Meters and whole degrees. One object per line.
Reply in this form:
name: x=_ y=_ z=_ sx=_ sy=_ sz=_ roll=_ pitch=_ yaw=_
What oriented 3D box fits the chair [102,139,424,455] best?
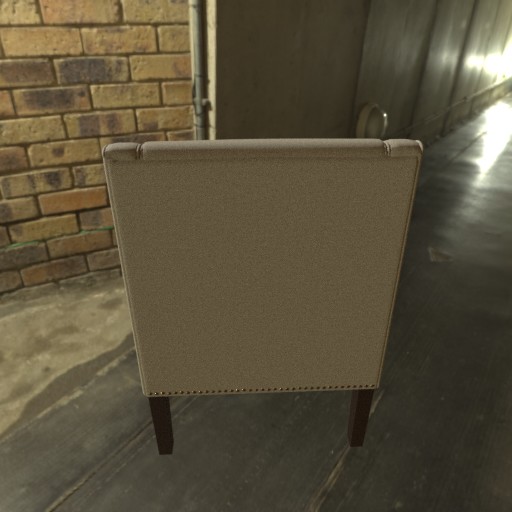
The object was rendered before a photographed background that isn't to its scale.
chair: x=0.000 y=0.000 z=1.333 sx=0.610 sy=0.864 sz=0.737 roll=-1 pitch=29 yaw=-2
